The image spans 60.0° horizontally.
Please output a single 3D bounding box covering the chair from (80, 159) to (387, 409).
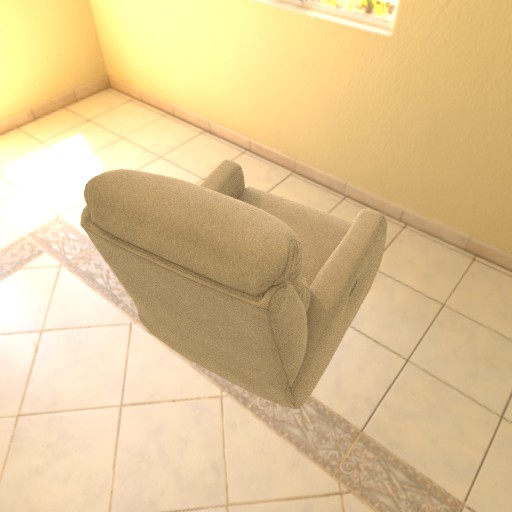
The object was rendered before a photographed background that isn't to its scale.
[{"bbox_3d":[0.000,0.000,1.663,0.794,1.021,0.940,22,50,20],"label":"chair"}]
